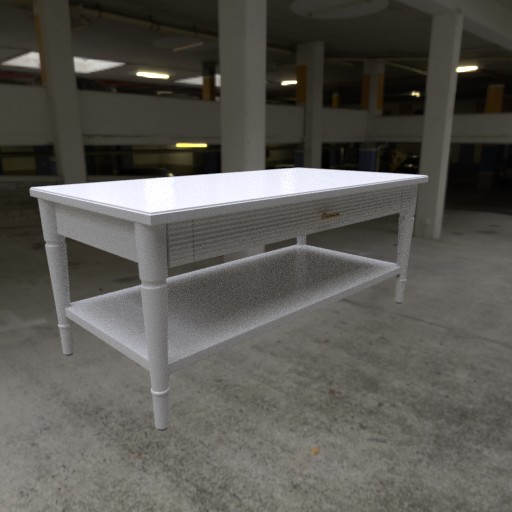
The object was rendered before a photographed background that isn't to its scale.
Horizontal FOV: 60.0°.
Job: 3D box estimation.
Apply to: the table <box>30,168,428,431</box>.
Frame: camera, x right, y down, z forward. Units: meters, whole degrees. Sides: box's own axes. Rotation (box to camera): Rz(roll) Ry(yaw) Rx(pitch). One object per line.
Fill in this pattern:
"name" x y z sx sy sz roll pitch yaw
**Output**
"table" 0.000 0.000 1.356 0.559 0.457 1.067 14 21 43
